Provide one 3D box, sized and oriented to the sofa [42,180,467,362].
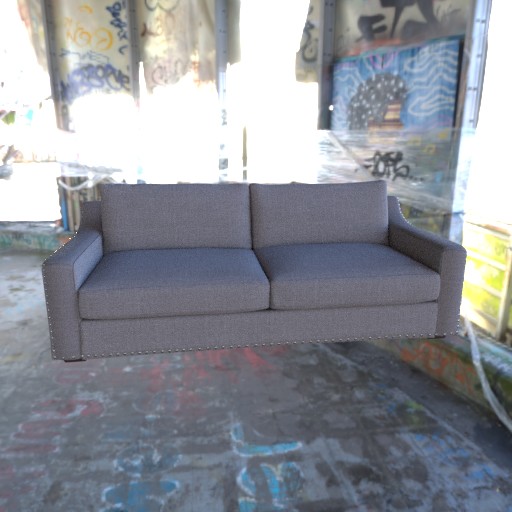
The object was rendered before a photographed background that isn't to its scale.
[{"bbox_3d":[0.000,0.000,2.721,2.208,0.857,1.000,-2,15,-8],"label":"sofa"}]
